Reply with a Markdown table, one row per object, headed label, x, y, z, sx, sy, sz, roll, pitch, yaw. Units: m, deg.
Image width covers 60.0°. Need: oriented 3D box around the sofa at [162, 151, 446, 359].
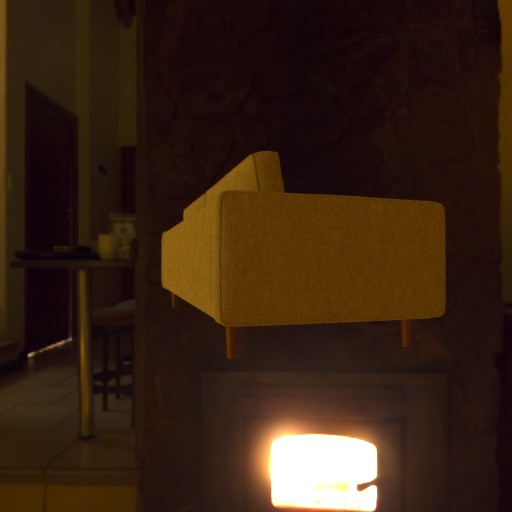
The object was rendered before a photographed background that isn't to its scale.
| label | x | y | z | sx | sy | sz | roll | pitch | yaw |
| --- | --- | --- | --- | --- | --- | --- | --- | --- | --- |
| sofa | 0.000 | 0.000 | 2.616 | 0.919 | 0.770 | 2.200 | 0 | -1 | -17 |
